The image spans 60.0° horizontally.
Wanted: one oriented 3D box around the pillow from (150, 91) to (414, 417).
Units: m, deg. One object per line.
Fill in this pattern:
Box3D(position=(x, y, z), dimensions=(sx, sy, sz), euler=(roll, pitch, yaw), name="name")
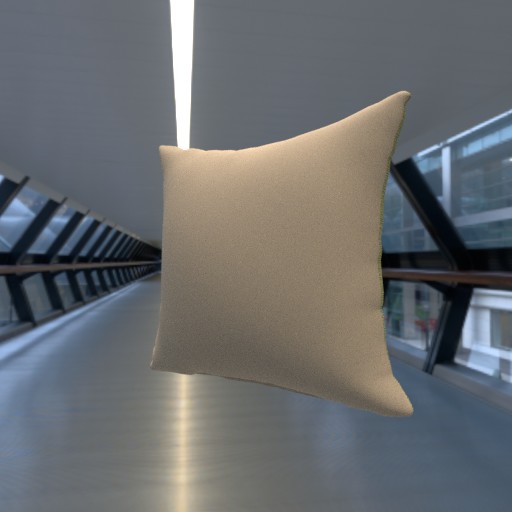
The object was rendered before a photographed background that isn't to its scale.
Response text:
Box3D(position=(0.000, 0.000, 0.808), dimensions=(0.560, 0.487, 0.229), euler=(-1, -2, 35), name="pillow")
